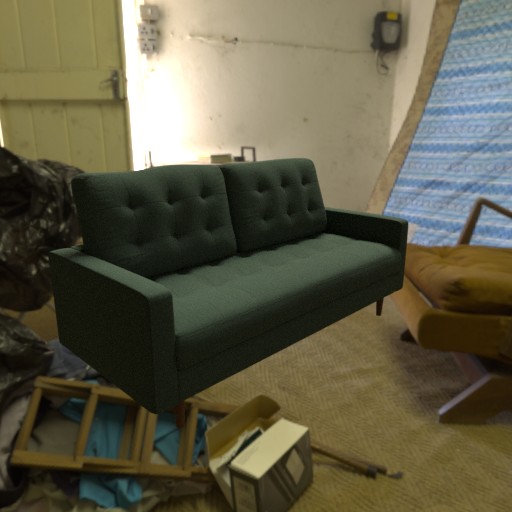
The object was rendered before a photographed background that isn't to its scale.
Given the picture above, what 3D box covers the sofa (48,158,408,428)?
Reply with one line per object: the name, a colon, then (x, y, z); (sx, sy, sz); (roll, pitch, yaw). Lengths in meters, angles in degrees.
sofa: (0.000, 0.000, 2.587); (0.966, 1.050, 2.010); (15, 21, 42)
